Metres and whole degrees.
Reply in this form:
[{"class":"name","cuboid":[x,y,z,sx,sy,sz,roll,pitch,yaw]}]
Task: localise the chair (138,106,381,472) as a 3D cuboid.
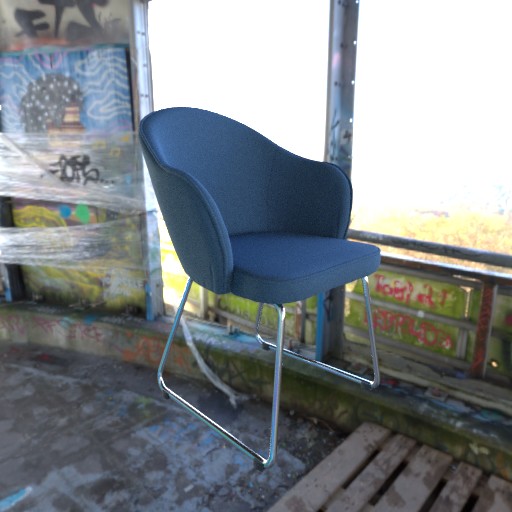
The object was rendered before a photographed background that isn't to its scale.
[{"class":"chair","cuboid":[0.000,0.000,1.227,0.585,0.815,0.570,14,20,42]}]
